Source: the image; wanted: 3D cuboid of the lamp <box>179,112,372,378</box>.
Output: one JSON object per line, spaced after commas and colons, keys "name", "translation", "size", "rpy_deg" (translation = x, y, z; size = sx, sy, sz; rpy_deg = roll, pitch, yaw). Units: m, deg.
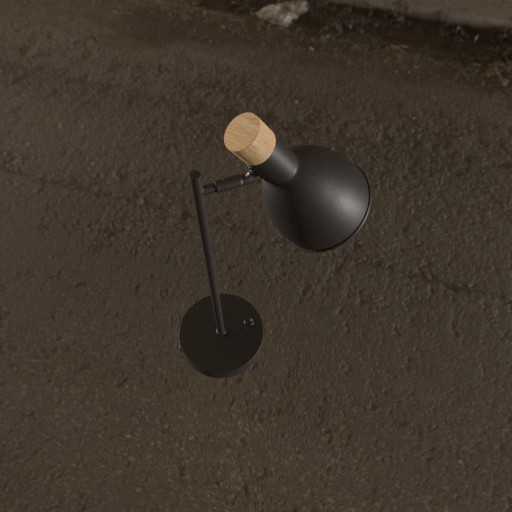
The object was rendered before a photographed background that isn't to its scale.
{"name": "lamp", "translation": [0.000, 0.000, 0.619], "size": [0.287, 0.483, 0.152], "rpy_deg": [-17, 59, -10]}
